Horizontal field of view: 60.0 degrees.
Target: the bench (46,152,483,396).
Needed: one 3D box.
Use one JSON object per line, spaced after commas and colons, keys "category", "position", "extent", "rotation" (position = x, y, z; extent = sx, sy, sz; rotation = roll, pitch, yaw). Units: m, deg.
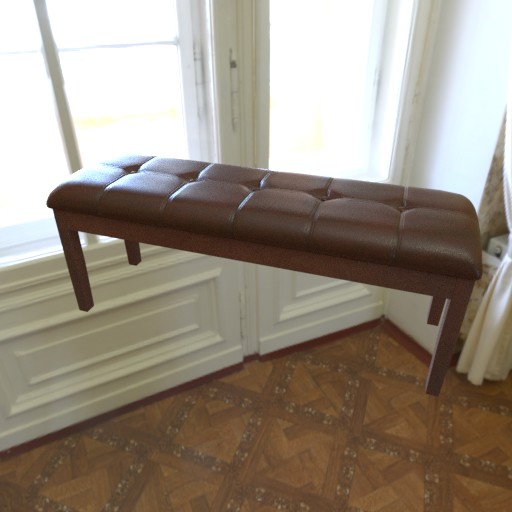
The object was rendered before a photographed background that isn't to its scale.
{"category": "bench", "position": [0.000, 0.000, 1.454], "extent": [1.259, 0.491, 0.401], "rotation": [10, 33, 16]}
